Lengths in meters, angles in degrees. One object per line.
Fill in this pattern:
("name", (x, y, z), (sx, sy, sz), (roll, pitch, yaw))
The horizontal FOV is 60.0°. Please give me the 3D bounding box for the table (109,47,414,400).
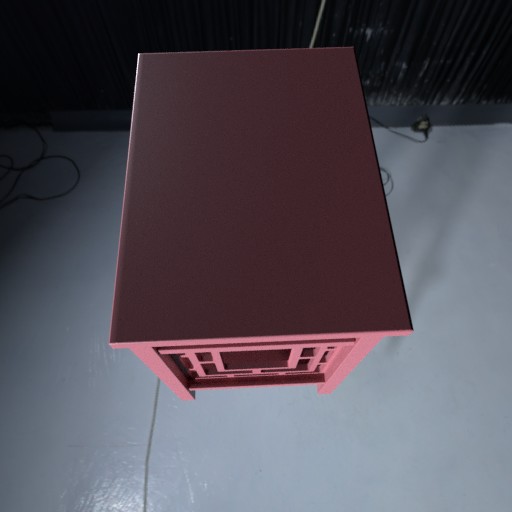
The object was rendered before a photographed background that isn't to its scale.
("table", (0.000, 0.000, 1.078), (0.451, 0.686, 0.599), (-2, 64, -1))
